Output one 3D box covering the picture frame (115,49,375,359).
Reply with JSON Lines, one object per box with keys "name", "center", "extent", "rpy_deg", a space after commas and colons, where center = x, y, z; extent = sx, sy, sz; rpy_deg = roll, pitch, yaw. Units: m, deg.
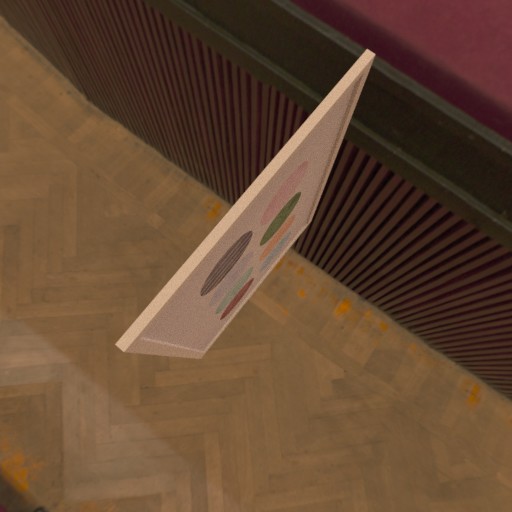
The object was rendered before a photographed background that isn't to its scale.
{"name": "picture frame", "center": [0.000, 0.000, 0.823], "extent": [0.013, 0.657, 0.457], "rpy_deg": [38, 79, 8]}
